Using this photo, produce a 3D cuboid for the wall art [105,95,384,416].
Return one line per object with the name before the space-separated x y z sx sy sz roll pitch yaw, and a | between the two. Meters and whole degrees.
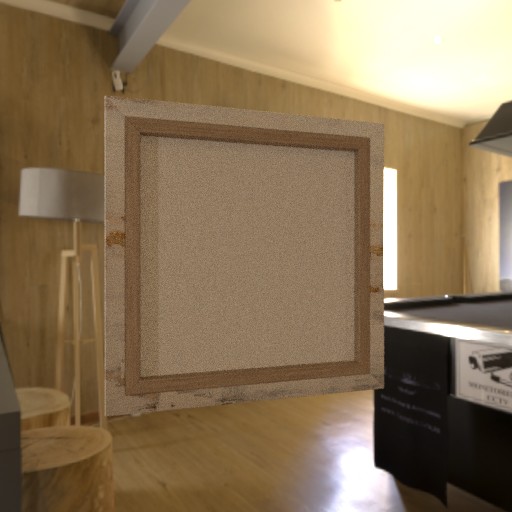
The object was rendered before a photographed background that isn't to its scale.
wall art | 0.000 0.000 1.168 0.753 0.755 0.038 0 0 -17
